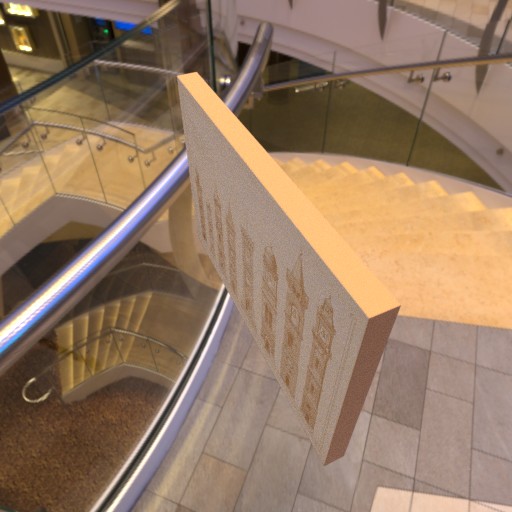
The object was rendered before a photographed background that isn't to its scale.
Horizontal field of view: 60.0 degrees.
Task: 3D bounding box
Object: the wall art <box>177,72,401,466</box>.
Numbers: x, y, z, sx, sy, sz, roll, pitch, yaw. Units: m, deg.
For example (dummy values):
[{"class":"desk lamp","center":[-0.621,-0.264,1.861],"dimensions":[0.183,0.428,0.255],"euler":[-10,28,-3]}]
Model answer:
[{"class":"wall art","center":[0.000,0.000,0.781],"dimensions":[0.039,0.407,0.609],"euler":[-19,49,-17]}]
